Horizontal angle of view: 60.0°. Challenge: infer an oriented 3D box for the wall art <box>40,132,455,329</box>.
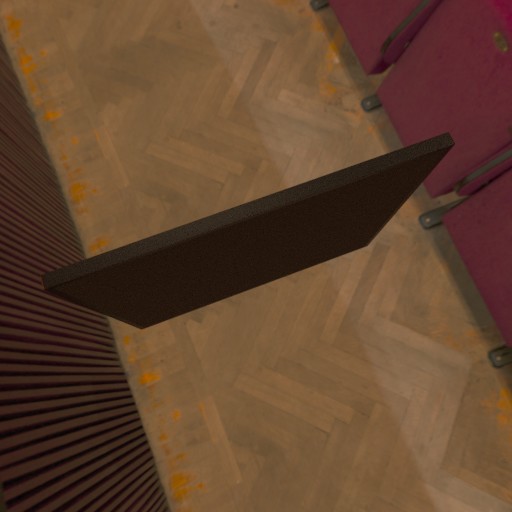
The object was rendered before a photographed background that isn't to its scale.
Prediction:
[{"bbox_3d":[0.000,0.000,0.744,0.521,0.450,0.018,-20,76,-5],"label":"wall art"}]
